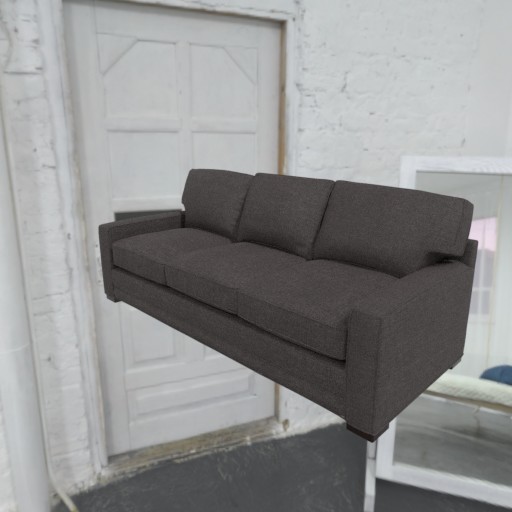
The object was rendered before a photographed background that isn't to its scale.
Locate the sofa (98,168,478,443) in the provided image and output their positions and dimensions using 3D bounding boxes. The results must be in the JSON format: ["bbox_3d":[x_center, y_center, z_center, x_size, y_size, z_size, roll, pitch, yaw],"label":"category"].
[{"bbox_3d":[0.000,0.000,2.862,2.369,0.978,1.004,16,22,43],"label":"sofa"}]
